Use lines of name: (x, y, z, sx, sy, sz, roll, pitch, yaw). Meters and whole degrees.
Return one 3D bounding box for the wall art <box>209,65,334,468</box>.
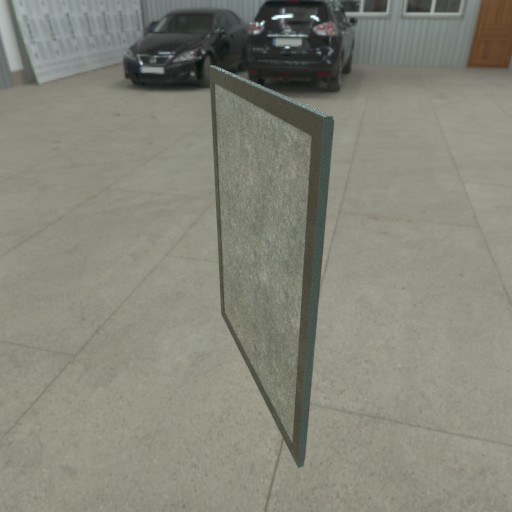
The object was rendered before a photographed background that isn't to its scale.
wall art: (0.000, 0.000, 1.341, 0.030, 0.983, 0.767, -11, 32, -18)
